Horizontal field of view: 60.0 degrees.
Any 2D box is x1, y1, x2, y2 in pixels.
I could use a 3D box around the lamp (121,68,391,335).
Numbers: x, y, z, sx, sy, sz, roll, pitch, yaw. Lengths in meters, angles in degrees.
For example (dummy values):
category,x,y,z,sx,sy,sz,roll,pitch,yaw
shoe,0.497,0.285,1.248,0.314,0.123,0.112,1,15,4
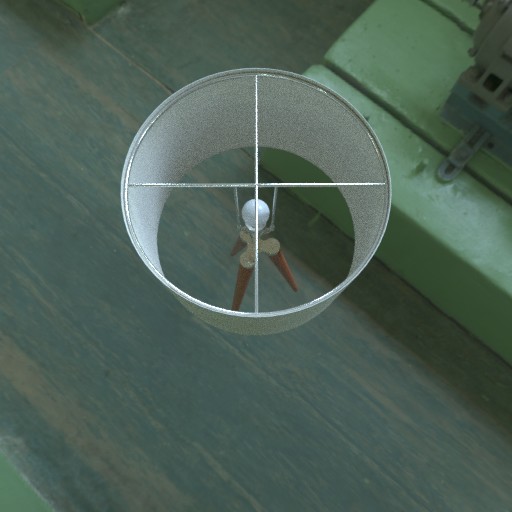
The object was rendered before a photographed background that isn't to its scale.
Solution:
category,x,y,z,sx,sy,sz,roll,pitch,yaw
lamp,0.000,0.000,0.922,0.355,0.709,0.354,39,78,10
